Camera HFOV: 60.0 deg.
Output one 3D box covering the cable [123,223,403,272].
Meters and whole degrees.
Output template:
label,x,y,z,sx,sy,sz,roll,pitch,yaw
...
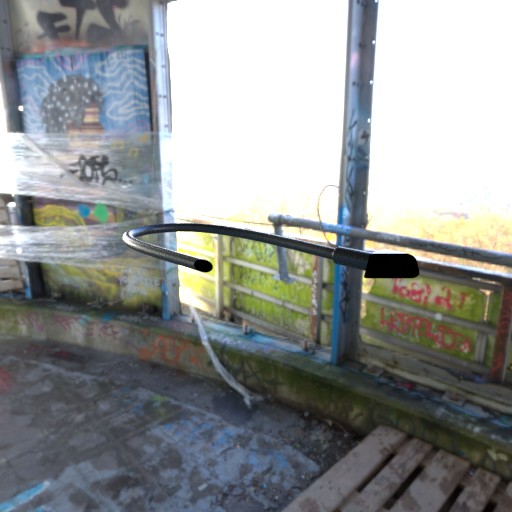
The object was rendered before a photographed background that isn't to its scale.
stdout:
label,x,y,z,sx,sy,sz,roll,pitch,yaw
cable,0.000,0.000,0.109,0.040,0.006,0.098,-14,20,-42
